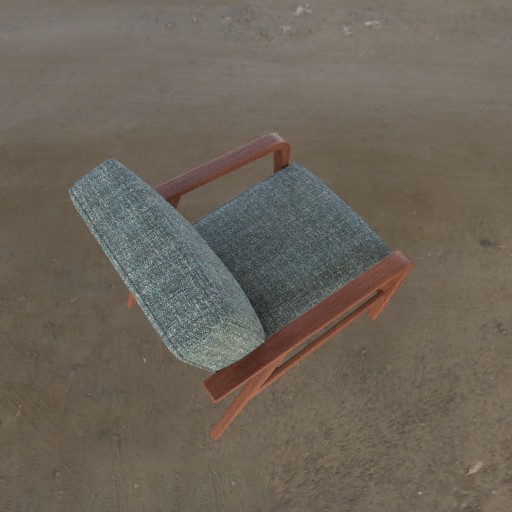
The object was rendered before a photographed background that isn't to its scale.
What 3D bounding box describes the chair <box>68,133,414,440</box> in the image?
[{"bbox_3d":[0.000,0.000,1.533,0.889,0.864,0.719,-32,65,-17],"label":"chair"}]
